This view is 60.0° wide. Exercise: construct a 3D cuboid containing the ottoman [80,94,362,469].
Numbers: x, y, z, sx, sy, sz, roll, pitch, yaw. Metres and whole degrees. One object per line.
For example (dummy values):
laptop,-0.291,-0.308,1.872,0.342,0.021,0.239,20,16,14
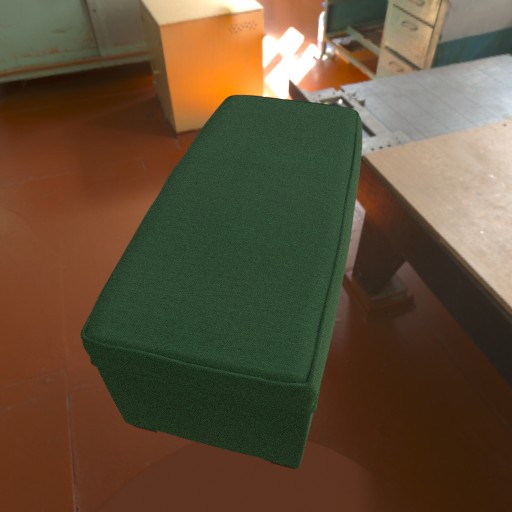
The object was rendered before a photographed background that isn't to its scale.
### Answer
ottoman,0.000,0.000,1.224,0.483,0.471,0.957,11,47,10
